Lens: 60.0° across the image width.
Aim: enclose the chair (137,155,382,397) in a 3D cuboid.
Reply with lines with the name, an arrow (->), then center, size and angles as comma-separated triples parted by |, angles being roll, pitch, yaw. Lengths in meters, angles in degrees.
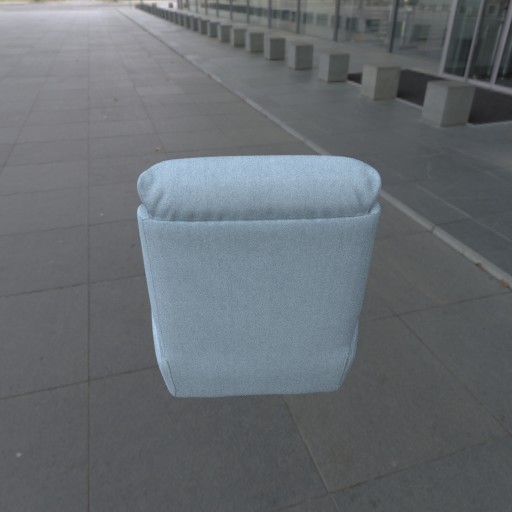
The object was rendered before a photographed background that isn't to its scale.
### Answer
chair -> 0.000, 0.000, 1.689 | 0.812, 1.013, 0.940 | -2, 31, -3
